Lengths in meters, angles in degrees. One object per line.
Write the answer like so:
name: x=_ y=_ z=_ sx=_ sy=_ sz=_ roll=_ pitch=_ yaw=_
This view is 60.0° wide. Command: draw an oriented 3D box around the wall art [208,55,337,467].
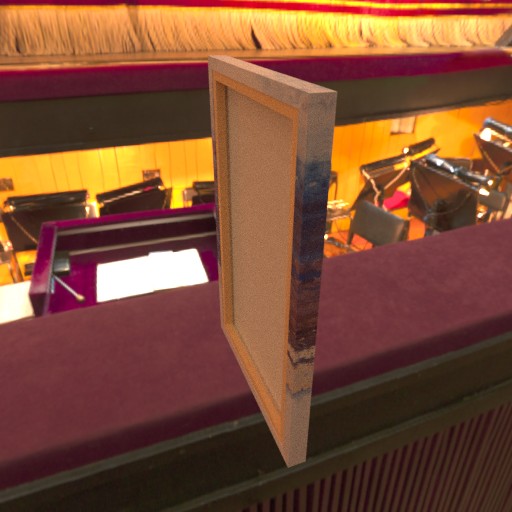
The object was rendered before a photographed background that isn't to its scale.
wall art: x=0.000 y=0.000 z=1.116 sx=0.048 sy=0.874 sz=0.583 roll=-10 pitch=31 yaw=-18
